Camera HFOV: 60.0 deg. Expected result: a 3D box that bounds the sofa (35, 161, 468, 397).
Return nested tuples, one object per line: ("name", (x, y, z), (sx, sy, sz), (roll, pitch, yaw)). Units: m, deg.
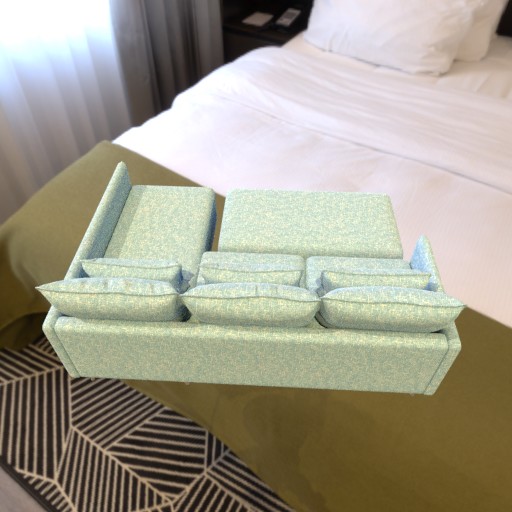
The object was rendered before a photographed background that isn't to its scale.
("sofa", (0.000, 0.000, 2.734), (2.034, 0.899, 1.420), (2, 46, 2))
